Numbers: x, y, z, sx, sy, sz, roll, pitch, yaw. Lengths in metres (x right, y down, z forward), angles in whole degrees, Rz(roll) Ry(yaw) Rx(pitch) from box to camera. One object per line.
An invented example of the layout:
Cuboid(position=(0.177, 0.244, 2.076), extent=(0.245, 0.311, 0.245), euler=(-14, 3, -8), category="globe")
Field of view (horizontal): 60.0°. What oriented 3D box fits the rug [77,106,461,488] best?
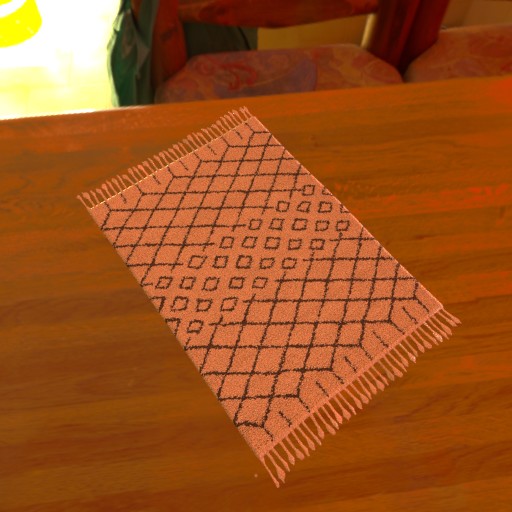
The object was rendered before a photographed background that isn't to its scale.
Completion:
Cuboid(position=(0.000, 0.000, 3.309), extent=(1.664, 0.029, 2.615), euler=(-34, 68, -16), category="rug")
